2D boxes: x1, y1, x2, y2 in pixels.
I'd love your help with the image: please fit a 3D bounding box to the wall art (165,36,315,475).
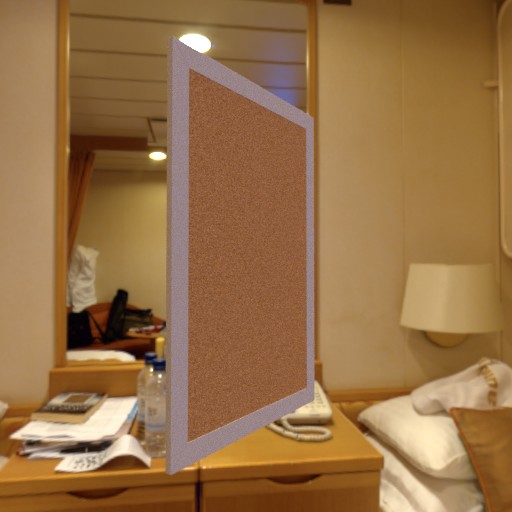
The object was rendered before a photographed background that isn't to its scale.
[{"bbox_3d":[0.000,0.000,0.852,0.011,0.659,0.454,-1,-2,35],"label":"wall art"}]
